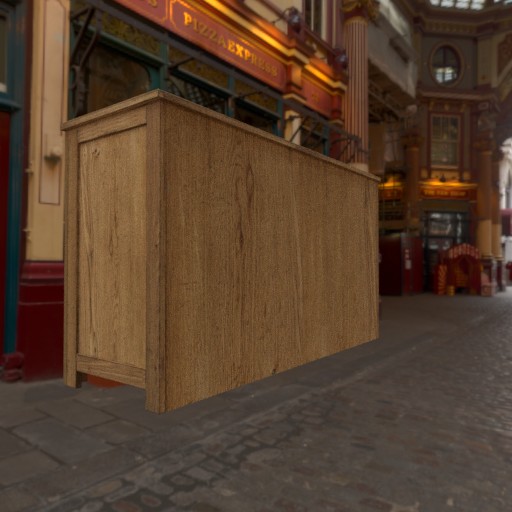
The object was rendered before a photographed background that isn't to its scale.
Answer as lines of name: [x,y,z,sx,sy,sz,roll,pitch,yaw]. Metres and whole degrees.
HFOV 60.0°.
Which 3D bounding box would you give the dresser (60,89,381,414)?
dresser: [0.000,0.000,2.084,0.563,0.932,1.657,-1,-1,37]
